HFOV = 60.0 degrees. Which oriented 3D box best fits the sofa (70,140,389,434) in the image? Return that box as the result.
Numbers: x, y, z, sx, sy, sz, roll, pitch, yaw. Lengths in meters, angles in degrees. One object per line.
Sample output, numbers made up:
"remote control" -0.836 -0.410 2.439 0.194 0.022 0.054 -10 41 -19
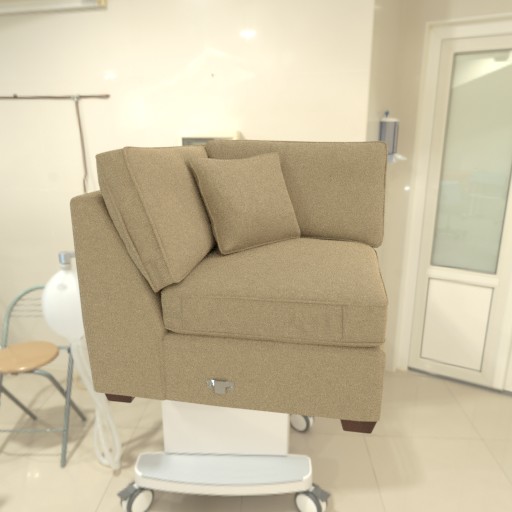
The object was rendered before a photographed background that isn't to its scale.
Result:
"sofa" 0.000 0.000 1.999 1.146 1.002 1.084 3 16 9
